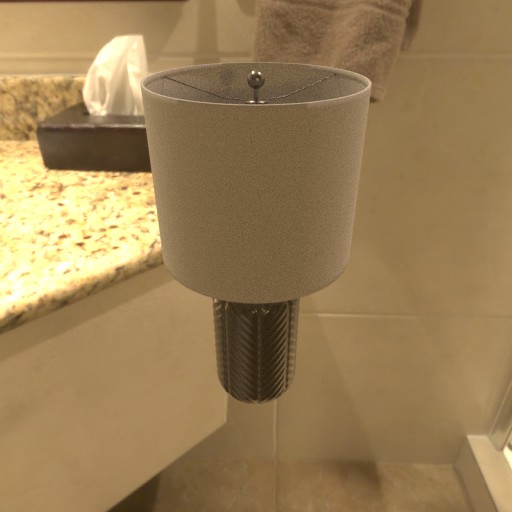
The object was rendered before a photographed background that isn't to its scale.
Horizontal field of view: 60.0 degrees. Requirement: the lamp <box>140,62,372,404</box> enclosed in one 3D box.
[{"bbox_3d":[0.000,0.000,0.496,0.203,0.389,0.203,-20,37,-30],"label":"lamp"}]
